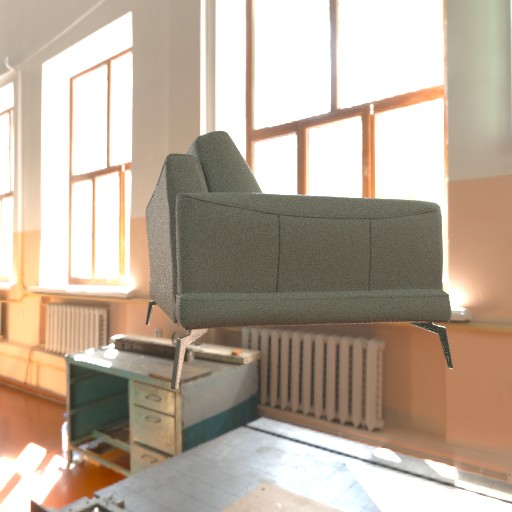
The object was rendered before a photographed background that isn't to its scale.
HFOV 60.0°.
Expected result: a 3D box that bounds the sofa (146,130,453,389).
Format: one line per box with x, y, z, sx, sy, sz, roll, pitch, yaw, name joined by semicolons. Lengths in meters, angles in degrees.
0.000;0.000;2.446;1.121;0.930;1.819;0;-2;-17;sofa
